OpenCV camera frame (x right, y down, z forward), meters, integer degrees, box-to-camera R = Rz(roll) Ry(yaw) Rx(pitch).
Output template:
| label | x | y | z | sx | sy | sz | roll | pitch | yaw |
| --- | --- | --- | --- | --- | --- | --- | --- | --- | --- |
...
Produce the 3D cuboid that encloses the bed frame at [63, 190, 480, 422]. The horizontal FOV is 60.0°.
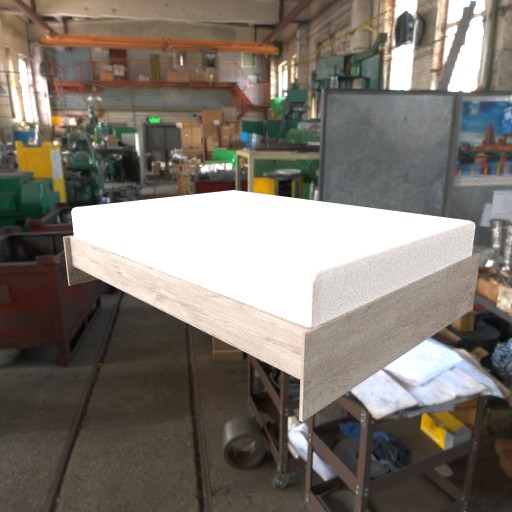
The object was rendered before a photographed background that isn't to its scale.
| label | x | y | z | sx | sy | sz | roll | pitch | yaw |
| --- | --- | --- | --- | --- | --- | --- | --- | --- | --- |
| bed frame | 0.000 | 0.000 | 2.572 | 1.445 | 0.497 | 1.945 | -14 | 21 | -42 |
